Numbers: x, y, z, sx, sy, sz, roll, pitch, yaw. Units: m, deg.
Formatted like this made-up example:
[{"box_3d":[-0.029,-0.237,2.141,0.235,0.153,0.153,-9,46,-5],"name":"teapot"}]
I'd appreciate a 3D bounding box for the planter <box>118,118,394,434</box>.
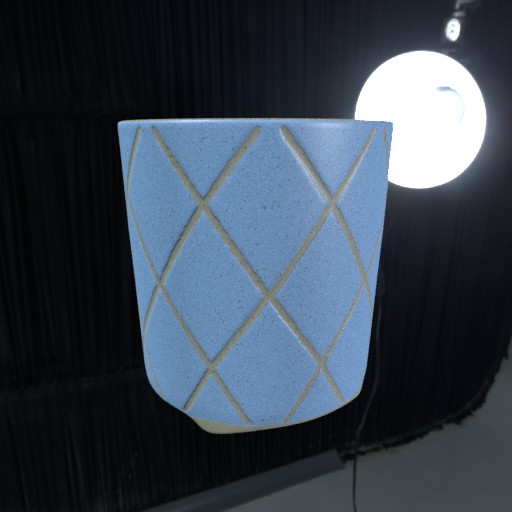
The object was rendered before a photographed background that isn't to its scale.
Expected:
[{"box_3d":[0.000,0.000,0.345,0.191,0.200,0.191,0,16,0],"name":"planter"}]
